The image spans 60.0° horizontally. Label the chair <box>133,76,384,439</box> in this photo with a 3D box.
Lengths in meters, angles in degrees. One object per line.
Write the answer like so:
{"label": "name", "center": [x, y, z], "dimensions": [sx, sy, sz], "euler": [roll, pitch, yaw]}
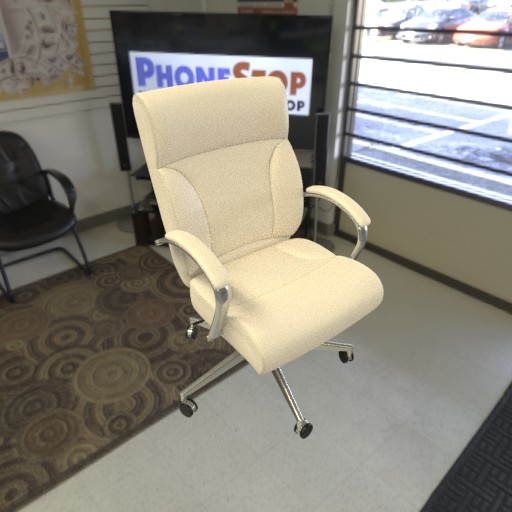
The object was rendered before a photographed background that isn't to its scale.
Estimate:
{"label": "chair", "center": [0.000, 0.000, 1.575], "dimensions": [0.727, 1.099, 0.745], "euler": [-22, 37, -33]}
